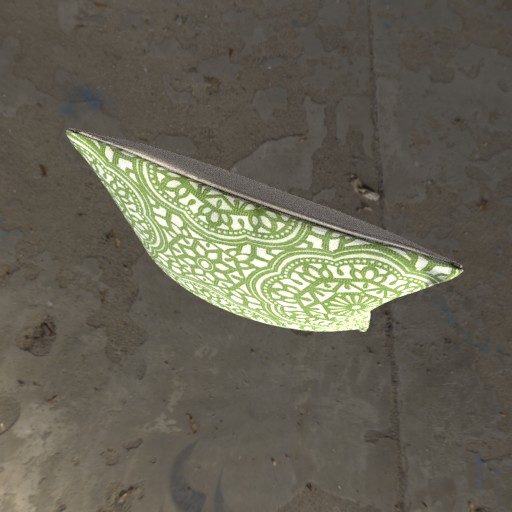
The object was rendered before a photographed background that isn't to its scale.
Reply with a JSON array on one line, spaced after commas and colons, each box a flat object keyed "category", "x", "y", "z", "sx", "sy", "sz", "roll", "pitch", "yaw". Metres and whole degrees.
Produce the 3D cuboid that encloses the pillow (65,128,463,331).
[{"category": "pillow", "x": 0.000, "y": 0.000, "z": 0.647, "sx": 0.440, "sy": 0.419, "sz": 0.162, "roll": 20, "pitch": 74, "yaw": 6}]
